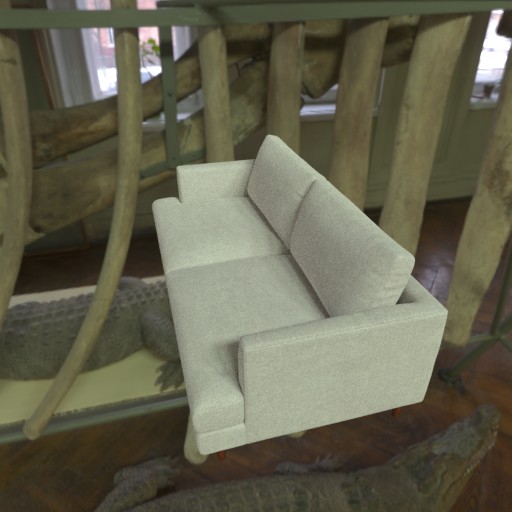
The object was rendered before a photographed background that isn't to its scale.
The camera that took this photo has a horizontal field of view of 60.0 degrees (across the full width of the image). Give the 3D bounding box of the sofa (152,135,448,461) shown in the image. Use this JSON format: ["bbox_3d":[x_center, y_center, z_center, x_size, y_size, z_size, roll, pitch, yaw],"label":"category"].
[{"bbox_3d":[0.000,0.000,2.492,1.020,0.868,1.948,-8,32,-13],"label":"sofa"}]
